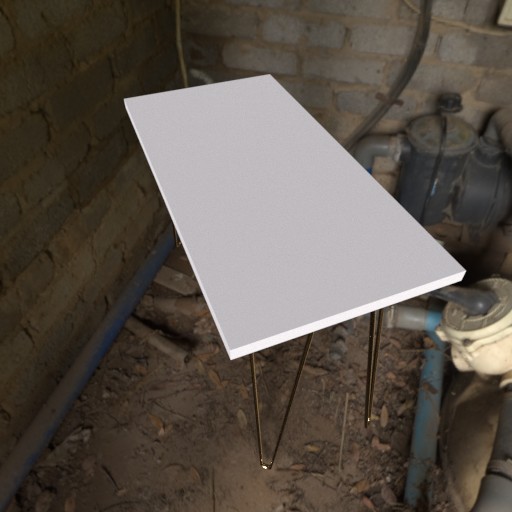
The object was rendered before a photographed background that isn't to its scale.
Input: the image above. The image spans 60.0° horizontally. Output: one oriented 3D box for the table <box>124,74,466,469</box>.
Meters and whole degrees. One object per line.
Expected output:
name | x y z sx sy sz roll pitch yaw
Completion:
table | 0.000 0.000 1.368 0.498 0.660 0.991 -16 47 -15
